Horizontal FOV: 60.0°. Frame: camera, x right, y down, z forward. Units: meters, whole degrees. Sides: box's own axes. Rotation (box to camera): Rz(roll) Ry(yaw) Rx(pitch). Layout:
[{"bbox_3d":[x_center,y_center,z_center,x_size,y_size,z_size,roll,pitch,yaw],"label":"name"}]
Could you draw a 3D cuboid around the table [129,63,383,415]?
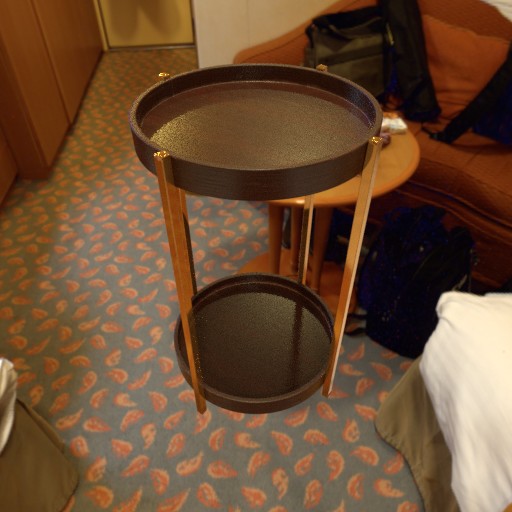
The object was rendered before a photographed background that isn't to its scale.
[{"bbox_3d":[0.000,0.000,0.860,0.400,0.610,0.400,26,48,27],"label":"table"}]
